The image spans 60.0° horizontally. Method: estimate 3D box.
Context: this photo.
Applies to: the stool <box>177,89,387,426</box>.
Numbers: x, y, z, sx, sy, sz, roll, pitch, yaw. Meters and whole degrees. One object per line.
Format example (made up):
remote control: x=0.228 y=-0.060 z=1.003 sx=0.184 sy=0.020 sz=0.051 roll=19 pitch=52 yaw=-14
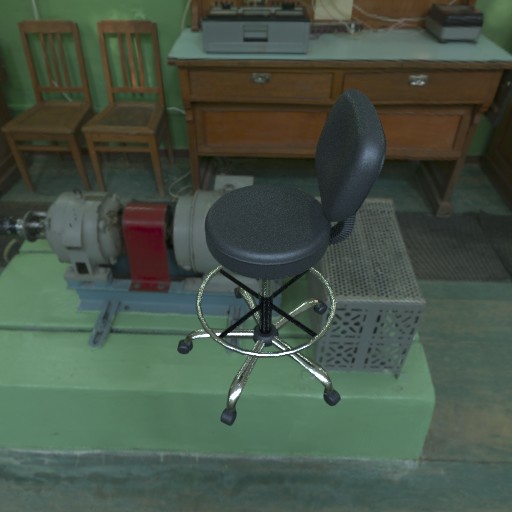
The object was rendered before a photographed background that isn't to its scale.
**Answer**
stool: x=0.000 y=0.000 z=1.526 sx=0.658 sy=1.069 sz=0.694 roll=0 pitch=41 yaw=1
